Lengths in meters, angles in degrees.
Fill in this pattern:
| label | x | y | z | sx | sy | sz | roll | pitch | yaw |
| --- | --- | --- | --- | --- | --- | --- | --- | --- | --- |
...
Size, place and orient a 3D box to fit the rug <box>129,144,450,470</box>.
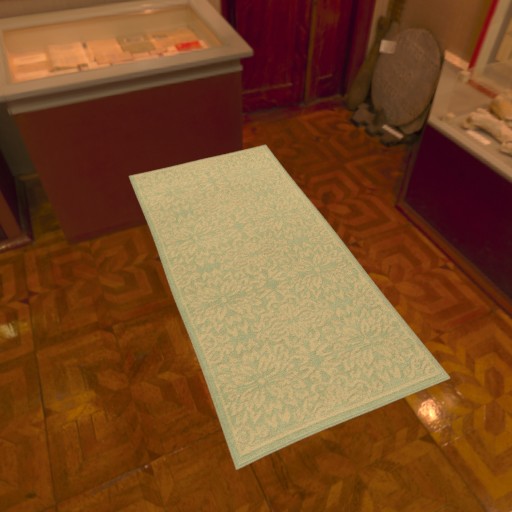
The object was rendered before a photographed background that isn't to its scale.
| label | x | y | z | sx | sy | sz | roll | pitch | yaw |
| --- | --- | --- | --- | --- | --- | --- | --- | --- | --- |
| rug | 0.000 | 0.000 | 1.477 | 0.604 | 0.007 | 1.219 | -17 | 48 | -15 |
